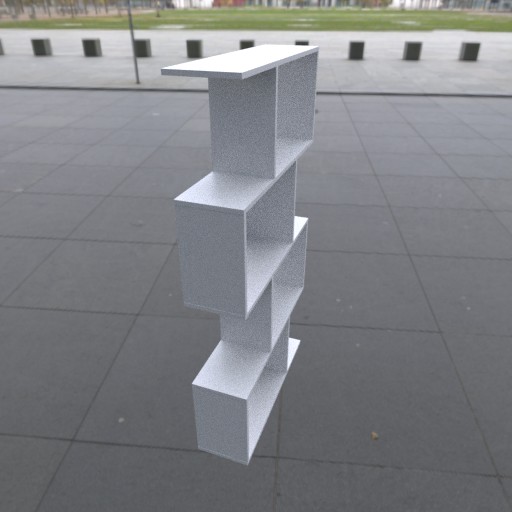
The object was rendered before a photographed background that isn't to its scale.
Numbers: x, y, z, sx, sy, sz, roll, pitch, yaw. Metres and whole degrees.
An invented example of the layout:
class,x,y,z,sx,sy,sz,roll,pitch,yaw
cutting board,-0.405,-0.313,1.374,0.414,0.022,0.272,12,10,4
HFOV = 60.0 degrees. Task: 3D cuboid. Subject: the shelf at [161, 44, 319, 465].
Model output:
class,x,y,z,sx,sy,sz,roll,pitch,yaw
shelf,0.000,0.000,1.990,0.250,1.650,0.890,10,31,18
